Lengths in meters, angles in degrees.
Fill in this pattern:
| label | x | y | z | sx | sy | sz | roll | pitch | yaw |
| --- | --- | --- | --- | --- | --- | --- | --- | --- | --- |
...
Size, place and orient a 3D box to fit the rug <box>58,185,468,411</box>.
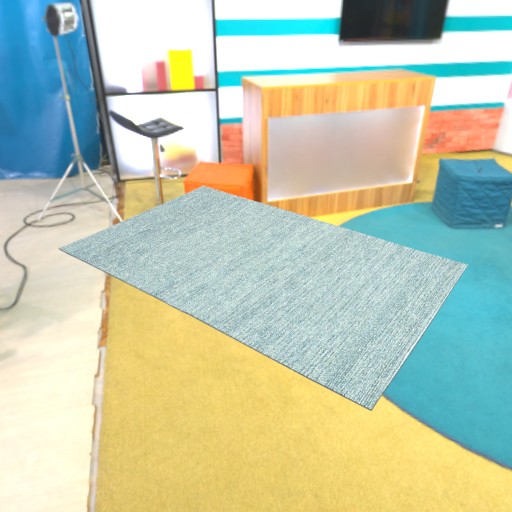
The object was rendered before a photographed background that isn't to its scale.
| label | x | y | z | sx | sy | sz | roll | pitch | yaw |
| --- | --- | --- | --- | --- | --- | --- | --- | --- | --- |
| rug | 0.000 | 0.000 | 2.353 | 1.853 | 0.022 | 1.174 | 21 | 36 | 32 |
